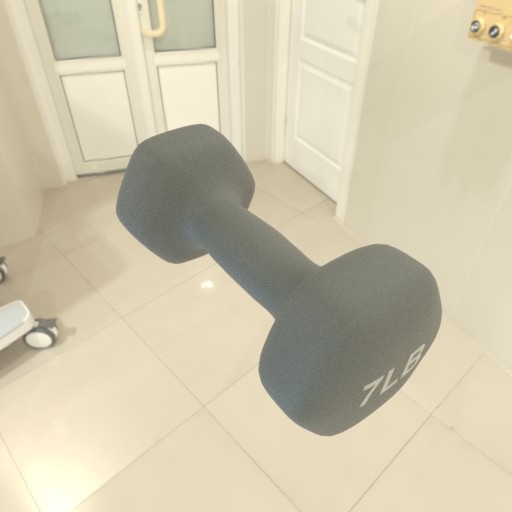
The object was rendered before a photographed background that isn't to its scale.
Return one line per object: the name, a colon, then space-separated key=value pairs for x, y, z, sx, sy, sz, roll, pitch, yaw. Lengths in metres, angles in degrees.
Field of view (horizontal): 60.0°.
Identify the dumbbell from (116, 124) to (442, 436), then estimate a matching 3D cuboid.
dumbbell: x=0.000 y=0.000 z=0.232 sx=0.090 sy=0.081 sz=0.184 roll=-25 pitch=47 yaw=-26
